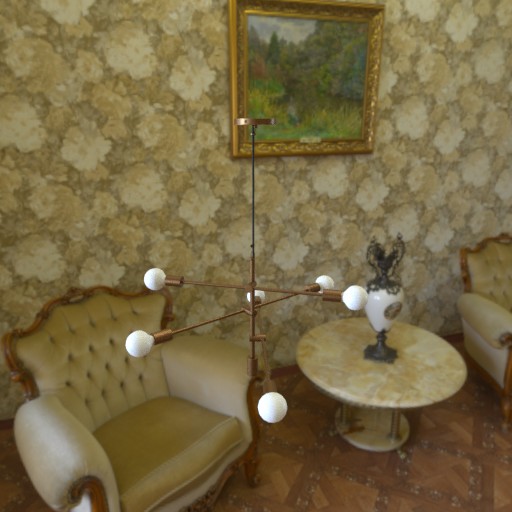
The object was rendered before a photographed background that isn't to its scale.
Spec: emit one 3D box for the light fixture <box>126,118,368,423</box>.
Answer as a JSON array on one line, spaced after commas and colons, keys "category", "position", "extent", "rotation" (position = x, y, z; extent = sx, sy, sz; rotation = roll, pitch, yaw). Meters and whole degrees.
[{"category": "light fixture", "position": [0.000, 0.000, 1.258], "extent": [0.637, 0.744, 0.682], "rotation": [8, 18, 25]}]
